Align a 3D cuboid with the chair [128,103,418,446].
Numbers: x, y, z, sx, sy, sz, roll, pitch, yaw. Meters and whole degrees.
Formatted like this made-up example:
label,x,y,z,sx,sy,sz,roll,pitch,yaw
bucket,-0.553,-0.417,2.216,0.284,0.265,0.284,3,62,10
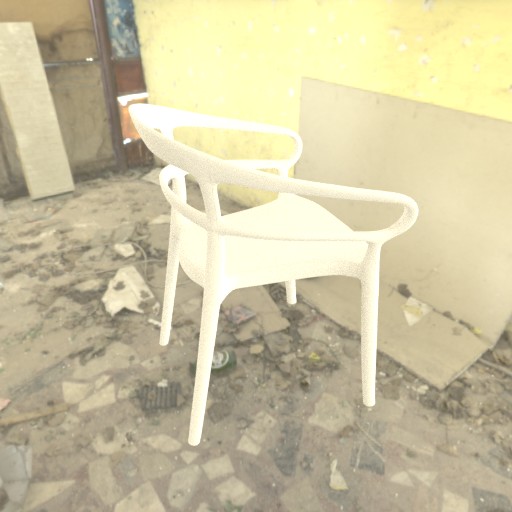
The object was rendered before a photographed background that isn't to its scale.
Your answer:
label,x,y,z,sx,sy,sz,roll,pitch,yaw
chair,0.000,0.000,1.141,0.527,0.761,0.559,-11,32,-18
